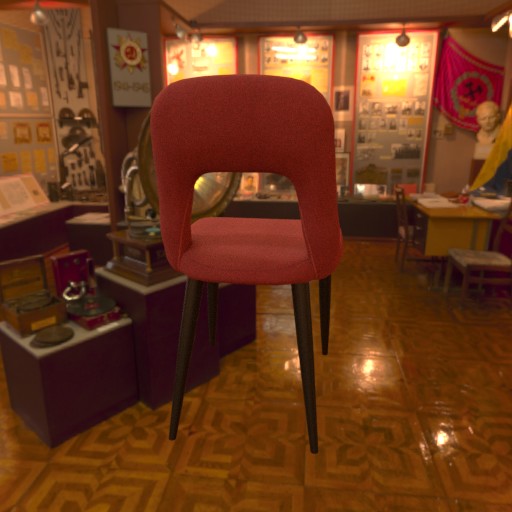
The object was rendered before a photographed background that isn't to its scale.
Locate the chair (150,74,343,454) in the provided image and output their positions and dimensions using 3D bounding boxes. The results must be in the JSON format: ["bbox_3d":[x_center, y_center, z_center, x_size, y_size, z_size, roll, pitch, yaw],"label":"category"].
[{"bbox_3d":[0.000,0.000,1.237,0.483,0.892,0.569,3,17,9],"label":"chair"}]
